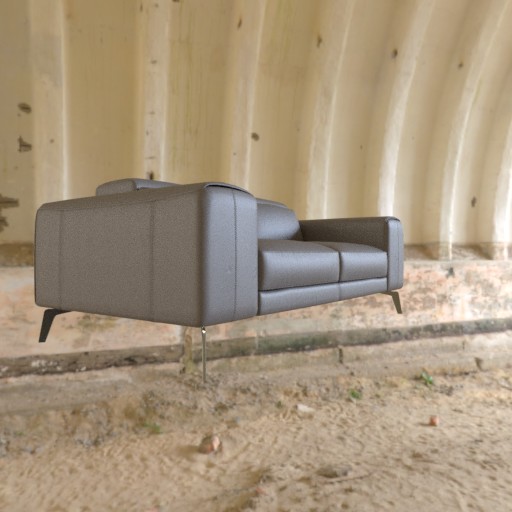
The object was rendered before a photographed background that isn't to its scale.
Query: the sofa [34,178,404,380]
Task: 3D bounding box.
[{"bbox_3d":[0.000,0.000,2.406,1.024,0.753,1.930,0,0,36],"label":"sofa"}]
